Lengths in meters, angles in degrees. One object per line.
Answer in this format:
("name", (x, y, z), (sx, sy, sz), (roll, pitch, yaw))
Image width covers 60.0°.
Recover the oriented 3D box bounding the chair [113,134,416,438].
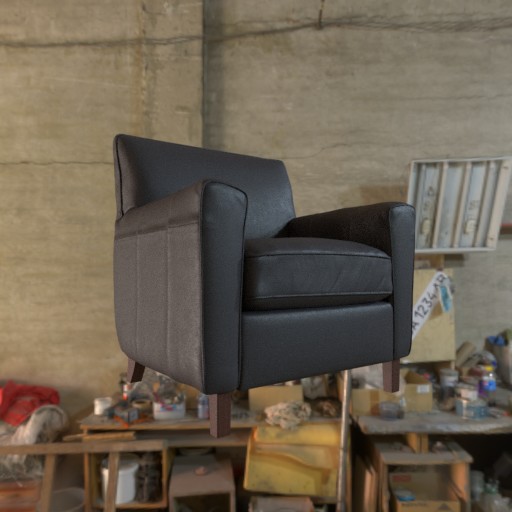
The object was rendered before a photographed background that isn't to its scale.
("chair", (0.000, 0.000, 1.630), (0.870, 0.943, 0.825), (1, -1, -35))
